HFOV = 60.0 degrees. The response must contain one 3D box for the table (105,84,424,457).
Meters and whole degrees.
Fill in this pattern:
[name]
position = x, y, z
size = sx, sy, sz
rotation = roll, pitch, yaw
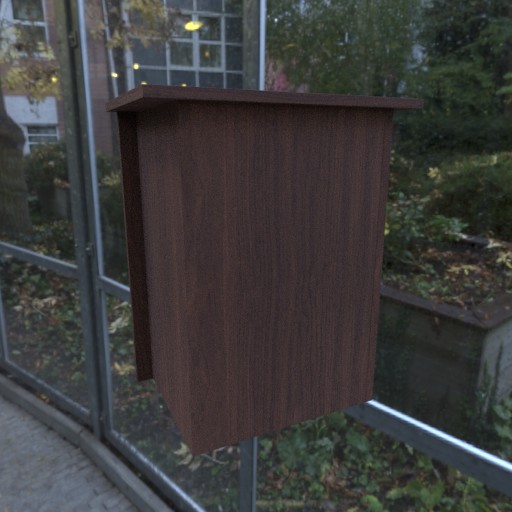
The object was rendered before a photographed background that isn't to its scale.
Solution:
[table]
position = 0.000, 0.000, 1.076
size = 0.589, 0.711, 0.406
rotation = -7, 16, -25
